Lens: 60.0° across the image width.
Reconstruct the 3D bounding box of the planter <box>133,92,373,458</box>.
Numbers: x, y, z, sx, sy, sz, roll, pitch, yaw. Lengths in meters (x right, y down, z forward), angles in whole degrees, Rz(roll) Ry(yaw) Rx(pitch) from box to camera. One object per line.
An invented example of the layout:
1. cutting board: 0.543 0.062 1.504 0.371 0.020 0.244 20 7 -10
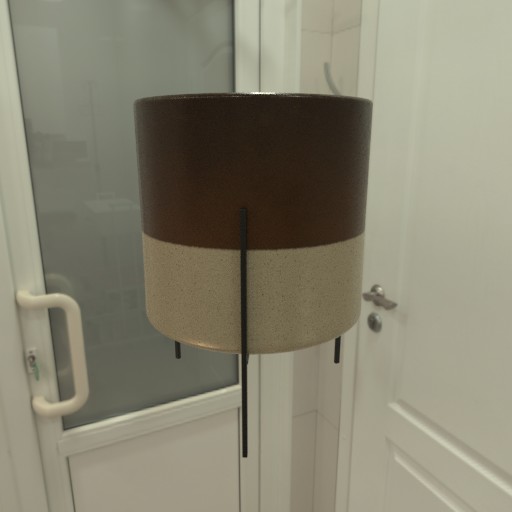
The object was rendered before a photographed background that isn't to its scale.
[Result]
1. planter: 0.000 0.000 0.713 0.354 0.465 0.345 -7 17 -26
